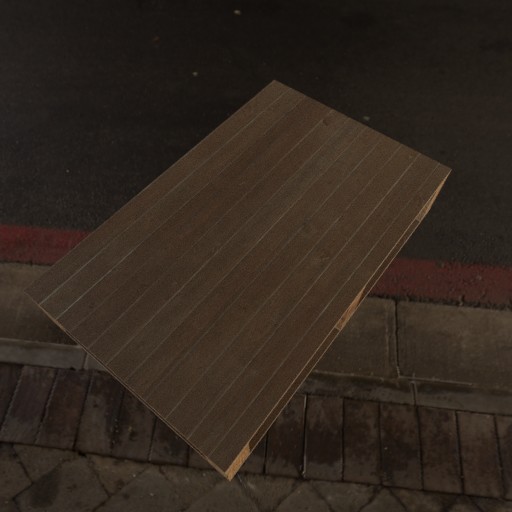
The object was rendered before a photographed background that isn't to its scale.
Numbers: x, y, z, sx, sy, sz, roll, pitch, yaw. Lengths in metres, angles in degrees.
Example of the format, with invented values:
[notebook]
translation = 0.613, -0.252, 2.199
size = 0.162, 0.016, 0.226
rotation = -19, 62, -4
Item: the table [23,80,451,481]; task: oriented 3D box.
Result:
[table]
translation = 0.000, 0.000, 1.692
size = 0.827, 0.413, 1.299
rotation = 34, 64, 19
